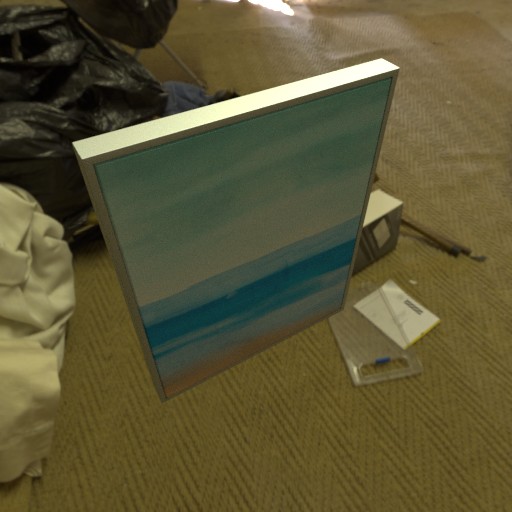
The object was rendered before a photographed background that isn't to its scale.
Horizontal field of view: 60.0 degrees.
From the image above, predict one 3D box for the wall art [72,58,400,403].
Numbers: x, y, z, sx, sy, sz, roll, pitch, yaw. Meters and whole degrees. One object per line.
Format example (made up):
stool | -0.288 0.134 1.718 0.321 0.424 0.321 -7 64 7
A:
wall art | 0.000 0.000 0.749 0.445 0.553 0.039 -23 50 -21
